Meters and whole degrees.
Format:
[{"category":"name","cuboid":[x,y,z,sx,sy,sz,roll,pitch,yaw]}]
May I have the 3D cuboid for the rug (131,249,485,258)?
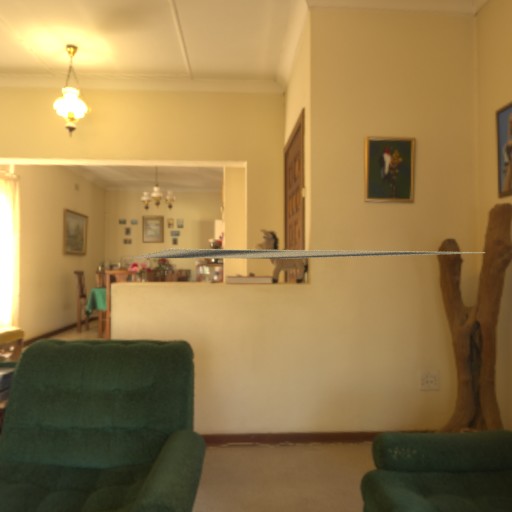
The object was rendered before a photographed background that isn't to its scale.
[{"category":"rug","cuboid":[0.000,0.000,3.058,1.519,0.003,2.453,0,-1,-19]}]
